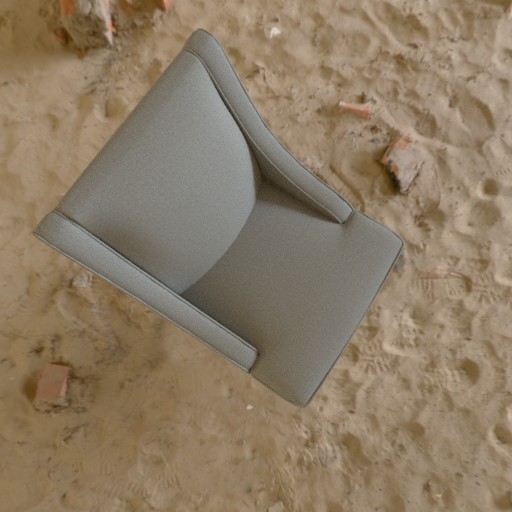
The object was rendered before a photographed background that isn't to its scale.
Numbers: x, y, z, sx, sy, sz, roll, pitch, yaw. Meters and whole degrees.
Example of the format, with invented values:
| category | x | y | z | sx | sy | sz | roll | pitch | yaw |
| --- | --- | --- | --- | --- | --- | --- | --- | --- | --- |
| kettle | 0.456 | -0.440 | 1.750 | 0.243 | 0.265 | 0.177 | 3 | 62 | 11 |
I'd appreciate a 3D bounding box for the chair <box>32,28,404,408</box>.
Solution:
| category | x | y | z | sx | sy | sz | roll | pitch | yaw |
| --- | --- | --- | --- | --- | --- | --- | --- | --- | --- |
| chair | 0.000 | 0.000 | 1.336 | 0.737 | 0.864 | 0.610 | 33 | 79 | 7 |
